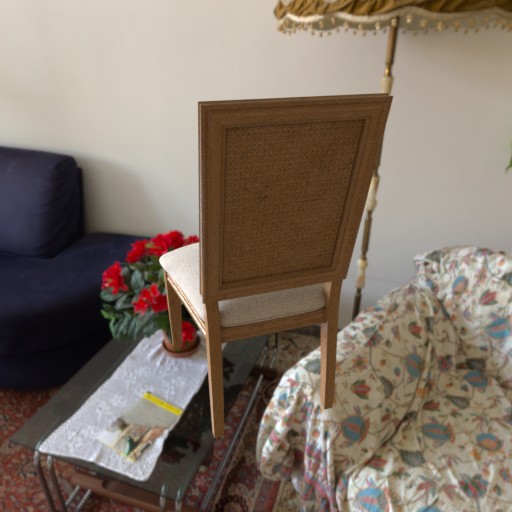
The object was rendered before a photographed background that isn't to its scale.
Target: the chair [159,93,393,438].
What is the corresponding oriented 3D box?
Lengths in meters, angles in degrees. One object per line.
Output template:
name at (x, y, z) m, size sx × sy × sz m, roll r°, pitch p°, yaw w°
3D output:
chair at (0.000, 0.000, 1.353) m, size 0.536 × 0.988 × 0.601 m, roll -8°, pitch 28°, yaw -16°
